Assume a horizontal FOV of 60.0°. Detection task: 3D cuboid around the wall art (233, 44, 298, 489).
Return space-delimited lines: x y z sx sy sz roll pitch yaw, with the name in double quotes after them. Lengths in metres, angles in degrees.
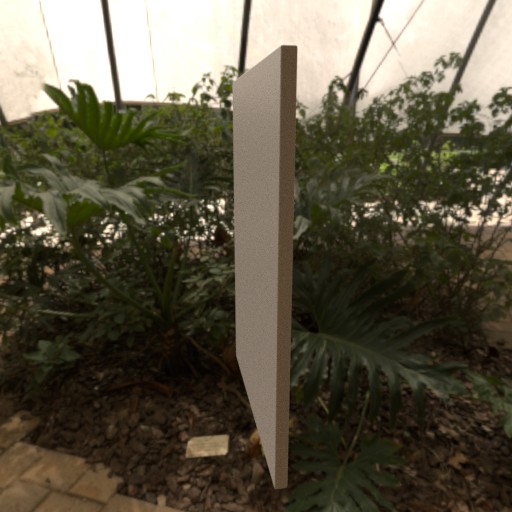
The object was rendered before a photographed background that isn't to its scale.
0.000 0.000 1.037 0.026 0.813 0.556 -3 16 -10 "wall art"
